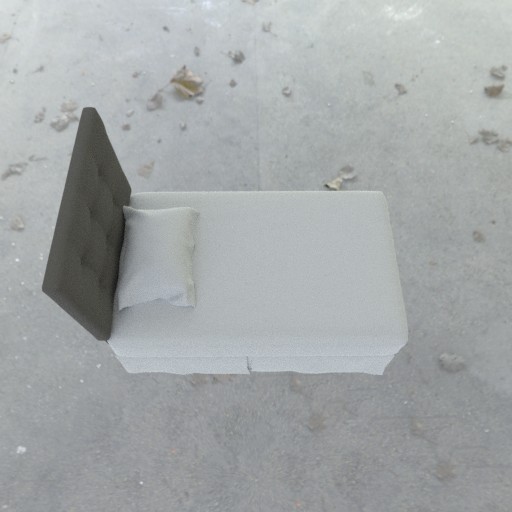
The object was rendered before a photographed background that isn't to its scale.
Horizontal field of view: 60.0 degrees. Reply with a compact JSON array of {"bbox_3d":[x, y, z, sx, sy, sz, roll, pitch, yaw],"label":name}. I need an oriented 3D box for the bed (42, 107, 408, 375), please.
[{"bbox_3d":[0.000,0.000,2.961,1.997,1.571,1.261,0,63,0],"label":"bed"}]
